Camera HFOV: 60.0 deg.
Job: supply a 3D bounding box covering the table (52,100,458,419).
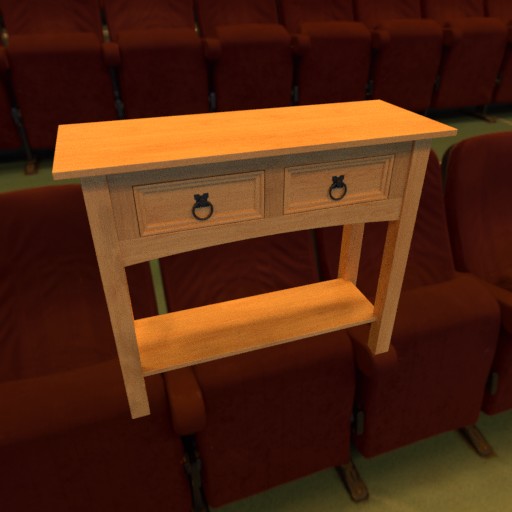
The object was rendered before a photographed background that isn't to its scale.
[{"bbox_3d":[0.000,0.000,1.256,0.900,0.728,0.340,-10,33,-16],"label":"table"}]
